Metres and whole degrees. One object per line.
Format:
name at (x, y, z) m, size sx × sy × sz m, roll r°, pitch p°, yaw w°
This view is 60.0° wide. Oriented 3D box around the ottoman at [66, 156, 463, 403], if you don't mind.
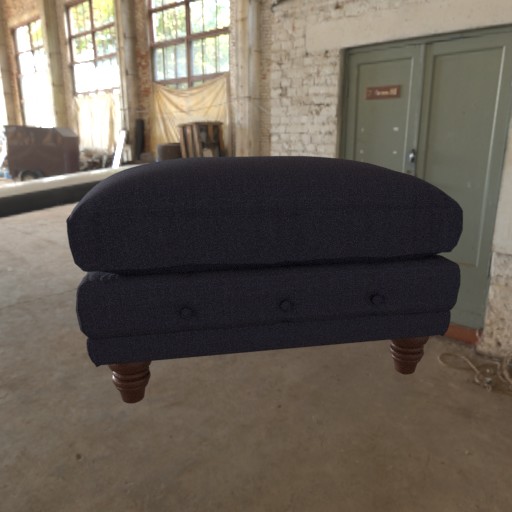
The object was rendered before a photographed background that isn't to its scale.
ottoman at (0.000, 0.000, 1.106) m, size 0.767 × 0.486 × 0.558 m, roll -3°, pitch 15°, yaw -10°
